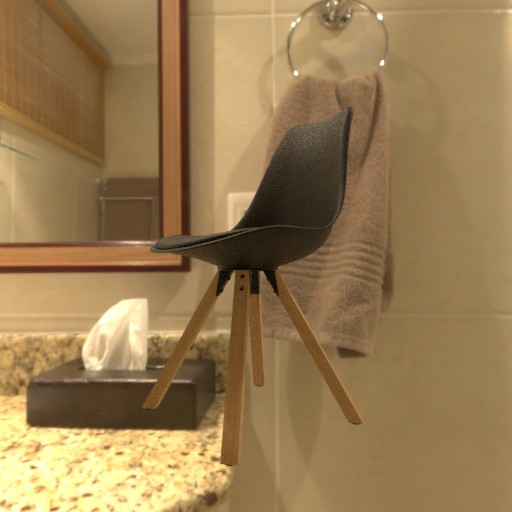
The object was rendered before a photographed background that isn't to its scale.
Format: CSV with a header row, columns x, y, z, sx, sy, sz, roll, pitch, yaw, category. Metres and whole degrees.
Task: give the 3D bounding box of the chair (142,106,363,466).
x,y,z,sx,sy,sz,roll,pitch,yaw,category
0.000,0.000,1.201,0.549,0.850,0.485,0,-1,-36,chair
